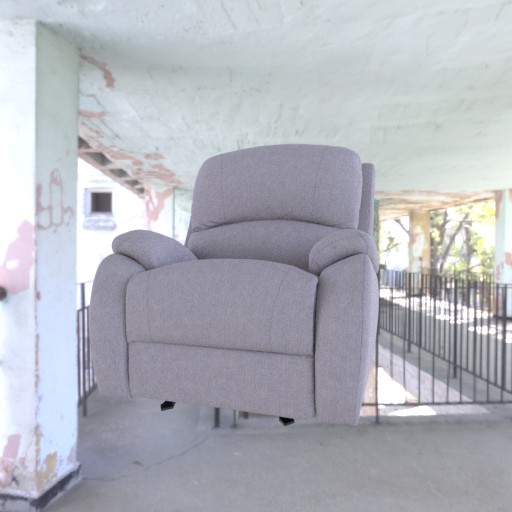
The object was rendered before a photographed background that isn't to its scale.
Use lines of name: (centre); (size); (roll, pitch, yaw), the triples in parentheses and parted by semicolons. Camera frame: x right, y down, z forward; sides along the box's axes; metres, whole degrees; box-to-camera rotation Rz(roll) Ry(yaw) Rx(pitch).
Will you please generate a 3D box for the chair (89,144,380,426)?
chair: (0.000, 0.000, 1.738); (0.930, 1.011, 0.899); (0, 1, 18)
